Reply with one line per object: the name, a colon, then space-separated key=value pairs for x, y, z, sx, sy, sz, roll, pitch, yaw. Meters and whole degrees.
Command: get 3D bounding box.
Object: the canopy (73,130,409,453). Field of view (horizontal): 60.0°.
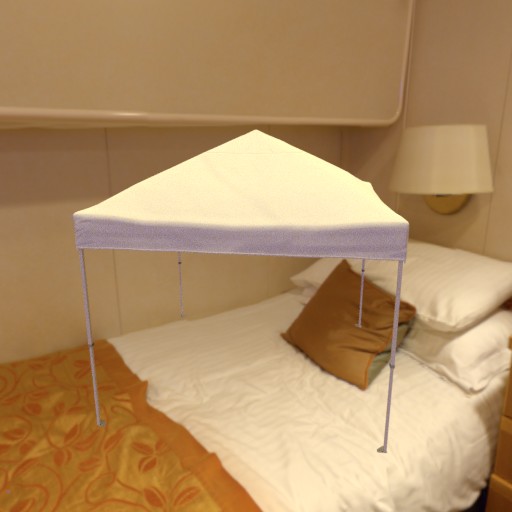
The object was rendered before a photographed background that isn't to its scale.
canopy: x=0.000 y=0.000 z=5.466 sx=2.996 sy=2.997 sz=2.998 roll=2 pitch=16 yaw=8
